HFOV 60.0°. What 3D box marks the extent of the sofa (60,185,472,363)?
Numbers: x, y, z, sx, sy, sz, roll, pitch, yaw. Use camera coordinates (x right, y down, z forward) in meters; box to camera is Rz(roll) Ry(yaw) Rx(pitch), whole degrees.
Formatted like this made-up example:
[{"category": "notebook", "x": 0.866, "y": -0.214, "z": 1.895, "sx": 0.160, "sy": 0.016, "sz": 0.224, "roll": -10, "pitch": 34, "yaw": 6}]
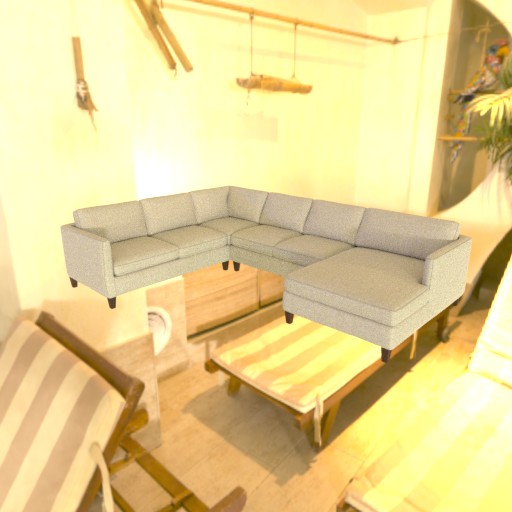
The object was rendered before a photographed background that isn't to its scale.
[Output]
[{"category": "sofa", "x": 0.000, "y": 0.000, "z": 4.544, "sx": 3.403, "sy": 0.889, "sz": 2.551, "roll": 16, "pitch": 24, "yaw": 41}]
